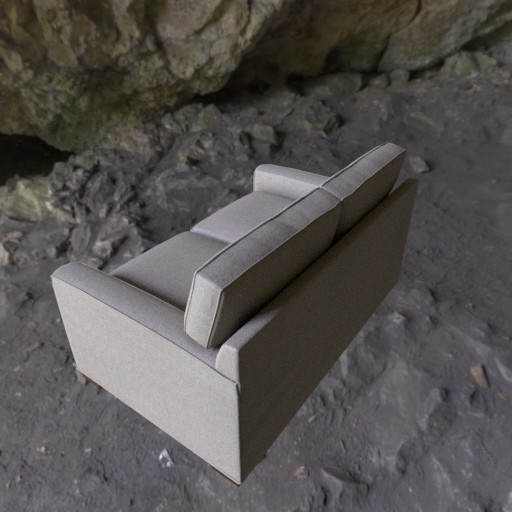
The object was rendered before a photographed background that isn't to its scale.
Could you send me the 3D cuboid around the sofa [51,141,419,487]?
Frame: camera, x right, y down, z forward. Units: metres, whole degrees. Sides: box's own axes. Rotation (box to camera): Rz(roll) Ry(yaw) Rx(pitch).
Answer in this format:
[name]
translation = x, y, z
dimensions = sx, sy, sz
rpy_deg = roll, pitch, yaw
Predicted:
[sofa]
translation = 0.000, 0.000, 2.055
dimensions = 0.940, 0.853, 1.484
rpy_deg = 21, 38, 30
